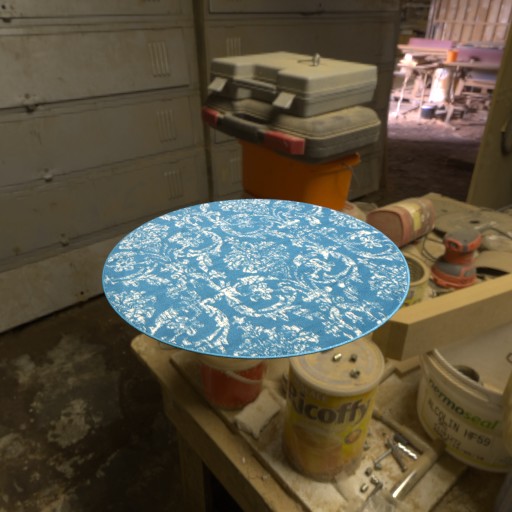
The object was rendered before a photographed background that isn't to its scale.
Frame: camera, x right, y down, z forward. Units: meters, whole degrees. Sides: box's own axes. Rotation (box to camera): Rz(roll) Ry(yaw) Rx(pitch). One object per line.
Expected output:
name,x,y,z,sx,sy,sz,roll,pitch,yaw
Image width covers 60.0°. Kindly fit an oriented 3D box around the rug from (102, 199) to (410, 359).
rug,0.000,0.000,2.394,1.593,0.012,1.593,0,30,0
